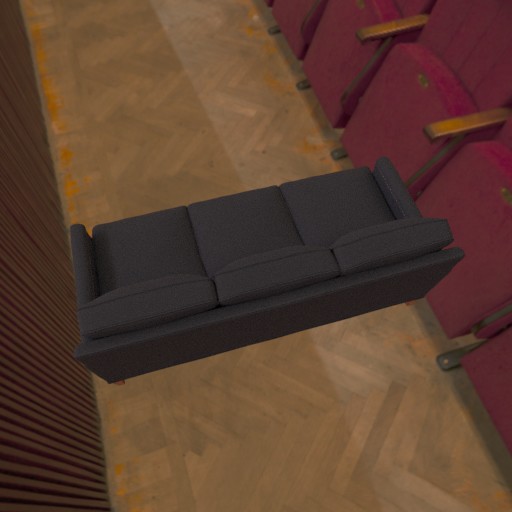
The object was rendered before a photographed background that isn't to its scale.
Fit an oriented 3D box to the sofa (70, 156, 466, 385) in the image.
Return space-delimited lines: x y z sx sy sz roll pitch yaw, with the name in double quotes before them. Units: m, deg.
"sofa" 0.000 0.000 2.890 2.246 1.003 1.084 -14 60 -8
